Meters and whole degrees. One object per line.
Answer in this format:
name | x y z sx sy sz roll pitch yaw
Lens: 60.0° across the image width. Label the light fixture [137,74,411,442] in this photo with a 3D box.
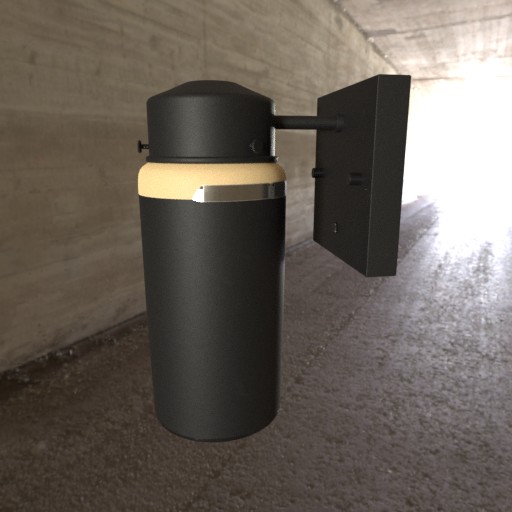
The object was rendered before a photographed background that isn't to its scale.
light fixture | 0.000 0.000 0.354 0.176 0.257 0.130 -2 14 -9
